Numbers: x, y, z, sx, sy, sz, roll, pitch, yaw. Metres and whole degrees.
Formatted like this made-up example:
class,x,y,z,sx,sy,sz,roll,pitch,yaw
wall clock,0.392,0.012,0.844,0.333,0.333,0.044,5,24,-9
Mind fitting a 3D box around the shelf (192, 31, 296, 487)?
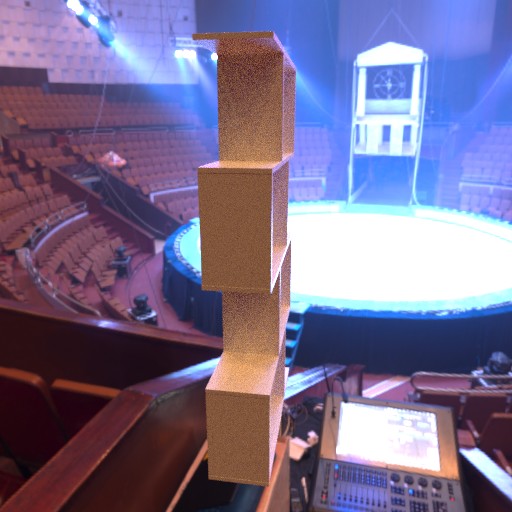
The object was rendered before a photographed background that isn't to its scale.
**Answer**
class,x,y,z,sx,sy,sz,roll,pitch,yaw
shelf,0.000,0.000,1.977,0.250,1.650,0.890,3,17,9
